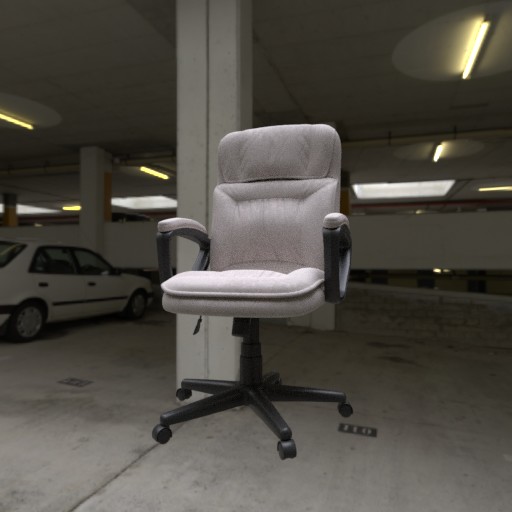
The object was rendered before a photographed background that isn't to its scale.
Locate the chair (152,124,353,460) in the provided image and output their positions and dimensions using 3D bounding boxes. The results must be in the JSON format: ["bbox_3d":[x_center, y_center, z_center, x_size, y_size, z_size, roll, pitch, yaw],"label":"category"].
[{"bbox_3d":[0.000,0.000,1.573,0.667,1.105,0.724,0,-1,17],"label":"chair"}]
